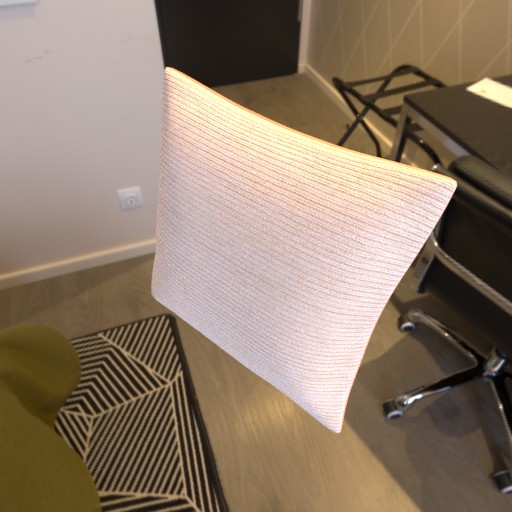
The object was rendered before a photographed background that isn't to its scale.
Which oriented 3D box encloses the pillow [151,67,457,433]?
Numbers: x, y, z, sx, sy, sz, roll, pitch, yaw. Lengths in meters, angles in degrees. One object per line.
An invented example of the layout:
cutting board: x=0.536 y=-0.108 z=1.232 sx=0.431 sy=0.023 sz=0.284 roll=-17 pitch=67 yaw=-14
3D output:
pillow: x=0.000 y=0.000 z=0.644 sx=0.424 sy=0.401 sz=0.177 roll=31 pitch=53 yaw=26
